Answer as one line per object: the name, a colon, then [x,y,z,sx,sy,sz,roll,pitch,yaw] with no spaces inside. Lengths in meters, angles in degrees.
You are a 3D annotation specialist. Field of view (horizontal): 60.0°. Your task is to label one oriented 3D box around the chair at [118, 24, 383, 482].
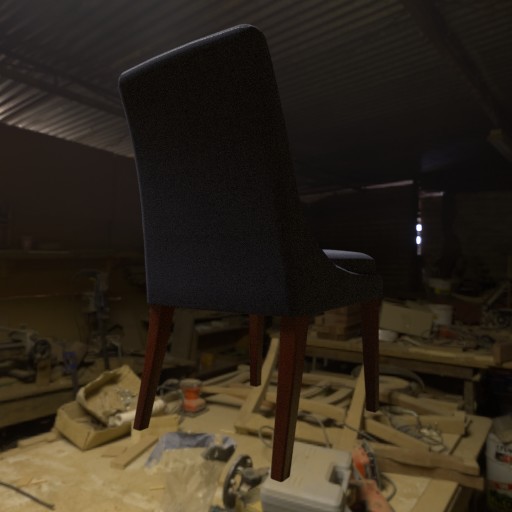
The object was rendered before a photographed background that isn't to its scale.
chair: [0.000,0.000,1.266,0.508,0.952,0.655,0,0,37]
